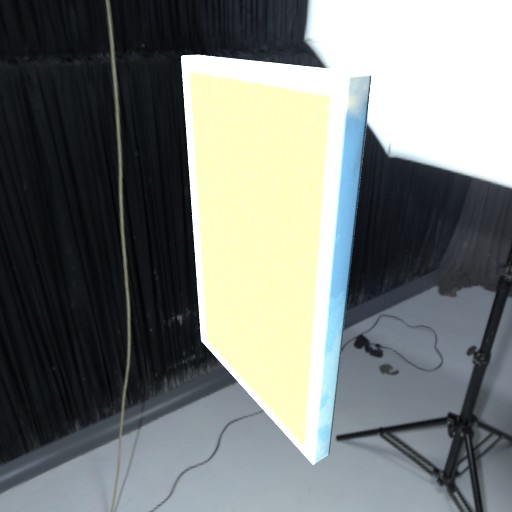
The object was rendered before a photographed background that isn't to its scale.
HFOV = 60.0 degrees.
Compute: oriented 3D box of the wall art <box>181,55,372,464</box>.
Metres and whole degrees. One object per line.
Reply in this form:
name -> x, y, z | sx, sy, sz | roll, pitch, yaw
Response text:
wall art -> 0.000, 0.000, 0.760 | 0.038, 0.610, 0.401 | -17, 32, -30
